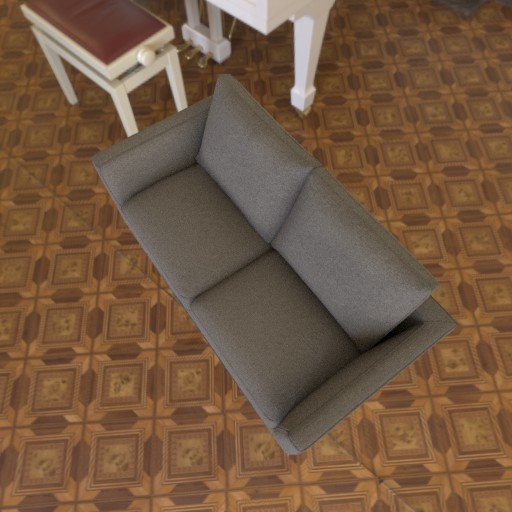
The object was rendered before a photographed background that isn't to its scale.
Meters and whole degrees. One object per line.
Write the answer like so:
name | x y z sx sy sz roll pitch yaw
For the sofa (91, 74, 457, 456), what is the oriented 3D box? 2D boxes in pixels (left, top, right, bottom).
sofa | 0.000 0.000 2.098 0.803 0.924 1.594 -33 67 -16
